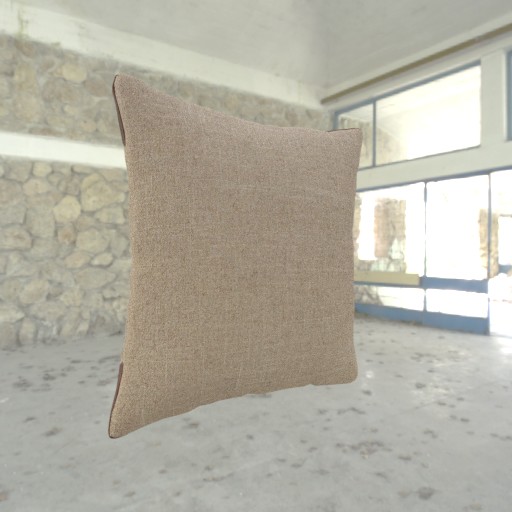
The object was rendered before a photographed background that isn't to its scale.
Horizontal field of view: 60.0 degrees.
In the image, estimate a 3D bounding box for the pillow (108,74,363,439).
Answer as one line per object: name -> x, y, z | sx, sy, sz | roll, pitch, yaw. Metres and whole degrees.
pillow -> 0.000, 0.000, 0.664 | 0.437, 0.448, 0.147 | 0, 0, -34
